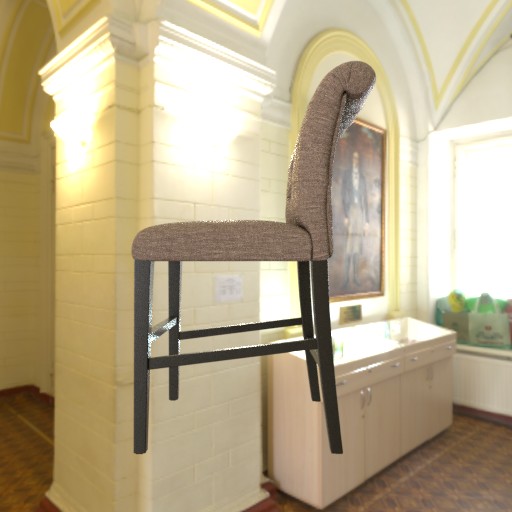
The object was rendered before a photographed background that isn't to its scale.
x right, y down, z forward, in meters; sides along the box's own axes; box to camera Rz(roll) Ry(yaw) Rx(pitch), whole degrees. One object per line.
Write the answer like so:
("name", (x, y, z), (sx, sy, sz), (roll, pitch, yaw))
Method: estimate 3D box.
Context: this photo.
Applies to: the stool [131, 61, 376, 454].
("stool", (0.000, 0.000, 1.297), (0.611, 0.970, 0.457), (0, -1, 1))
